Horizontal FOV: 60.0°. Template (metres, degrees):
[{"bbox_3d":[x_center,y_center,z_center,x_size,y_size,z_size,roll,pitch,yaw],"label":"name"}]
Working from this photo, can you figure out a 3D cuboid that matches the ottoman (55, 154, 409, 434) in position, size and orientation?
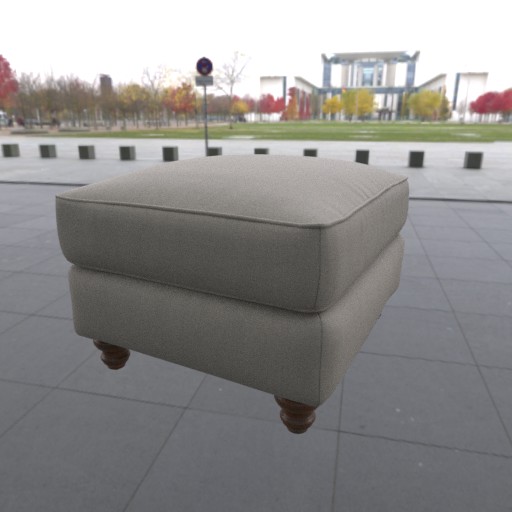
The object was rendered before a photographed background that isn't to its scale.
[{"bbox_3d":[0.000,0.000,1.152,0.662,0.505,0.716,9,20,27],"label":"ottoman"}]
